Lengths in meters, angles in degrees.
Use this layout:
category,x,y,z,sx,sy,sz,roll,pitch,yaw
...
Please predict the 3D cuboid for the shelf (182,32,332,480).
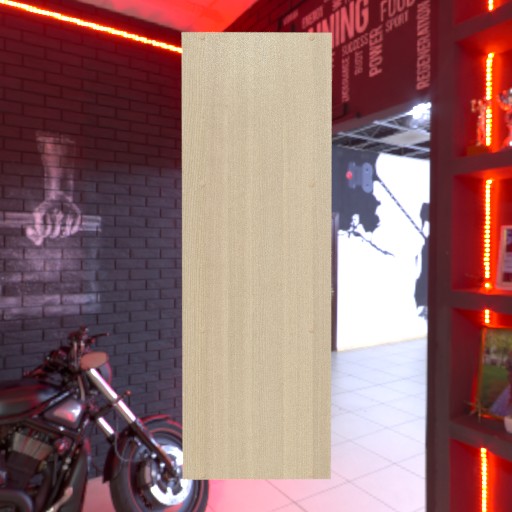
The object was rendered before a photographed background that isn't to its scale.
category,x,y,z,sx,sy,sz,roll,pitch,yaw
shelf,0.000,0.000,1.076,0.292,0.876,0.417,0,1,0
